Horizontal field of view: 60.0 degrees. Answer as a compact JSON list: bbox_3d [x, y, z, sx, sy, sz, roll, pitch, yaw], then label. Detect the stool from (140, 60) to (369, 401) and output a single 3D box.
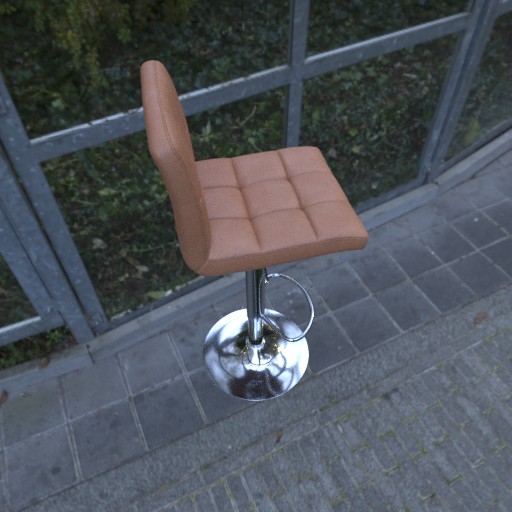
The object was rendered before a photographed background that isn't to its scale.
[{"bbox_3d":[0.000,0.000,1.385,0.505,1.115,0.430,-9,47,-9],"label":"stool"}]
